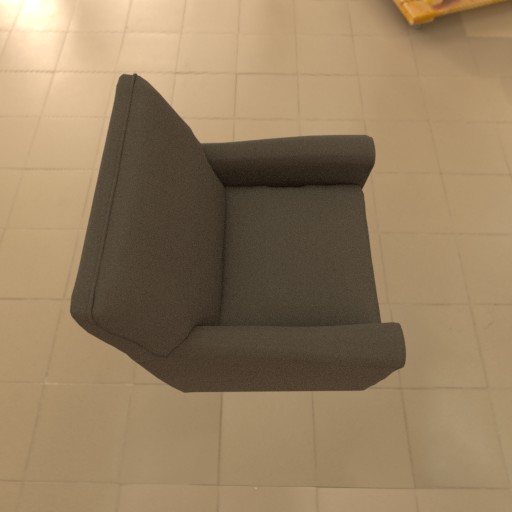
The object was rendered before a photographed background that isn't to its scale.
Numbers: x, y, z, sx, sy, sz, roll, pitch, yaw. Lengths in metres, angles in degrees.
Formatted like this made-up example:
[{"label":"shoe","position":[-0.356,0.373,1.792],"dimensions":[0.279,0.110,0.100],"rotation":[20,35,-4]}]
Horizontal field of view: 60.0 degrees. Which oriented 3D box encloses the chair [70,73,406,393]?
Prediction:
[{"label":"chair","position":[0.000,0.000,1.542],"dimensions":[0.831,0.911,0.836],"rotation":[0,62,0]}]
